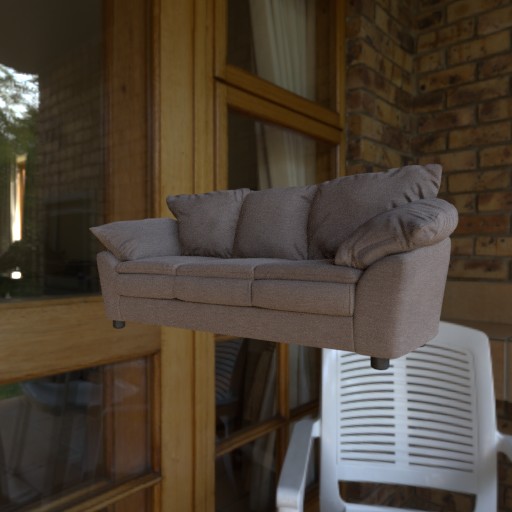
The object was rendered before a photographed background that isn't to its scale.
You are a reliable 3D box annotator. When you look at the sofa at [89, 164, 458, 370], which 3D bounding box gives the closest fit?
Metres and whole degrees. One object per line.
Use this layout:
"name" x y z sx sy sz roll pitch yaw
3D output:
"sofa" 0.000 0.000 2.870 2.390 1.043 0.927 0 0 36
